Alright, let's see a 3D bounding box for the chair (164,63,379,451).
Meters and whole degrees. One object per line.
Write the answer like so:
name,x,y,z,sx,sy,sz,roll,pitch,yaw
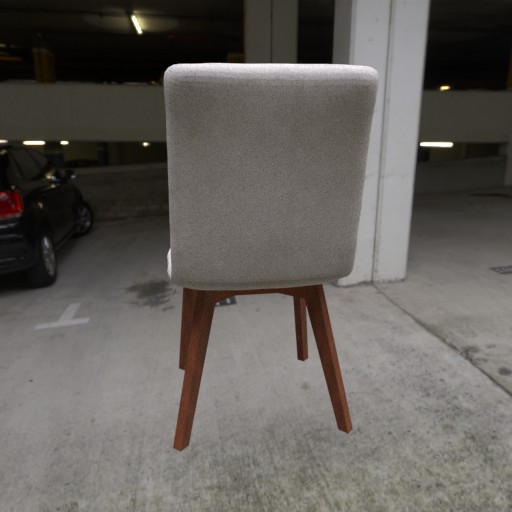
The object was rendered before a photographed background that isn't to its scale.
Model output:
chair,0.000,0.000,1.296,0.522,0.974,0.563,-2,15,-9
